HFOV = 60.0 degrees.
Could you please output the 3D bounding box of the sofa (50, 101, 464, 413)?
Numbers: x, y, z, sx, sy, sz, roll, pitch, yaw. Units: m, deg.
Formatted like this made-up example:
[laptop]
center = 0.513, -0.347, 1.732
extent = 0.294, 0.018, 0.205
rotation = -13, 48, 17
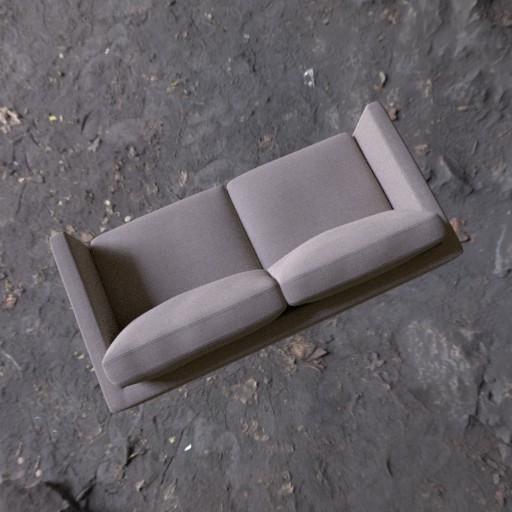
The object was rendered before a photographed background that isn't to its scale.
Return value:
[sofa]
center = 0.000, 0.000, 2.462
extent = 1.884, 0.947, 0.951
rotation = -24, 79, -5
